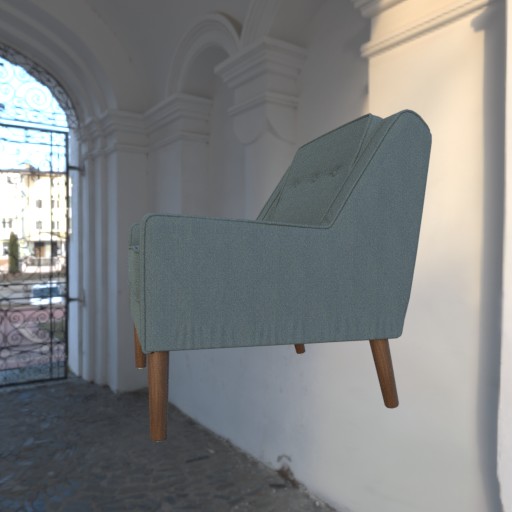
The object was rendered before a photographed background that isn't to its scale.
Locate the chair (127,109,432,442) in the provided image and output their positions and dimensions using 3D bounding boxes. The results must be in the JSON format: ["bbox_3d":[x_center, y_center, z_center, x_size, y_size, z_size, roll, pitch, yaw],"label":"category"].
[{"bbox_3d":[0.000,0.000,1.331,0.733,0.780,0.663,-1,2,-18],"label":"chair"}]
